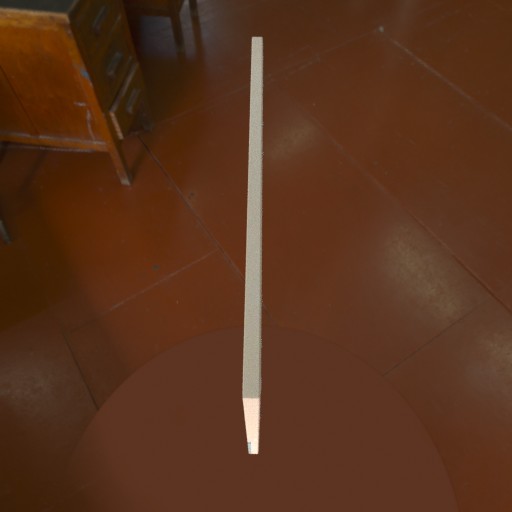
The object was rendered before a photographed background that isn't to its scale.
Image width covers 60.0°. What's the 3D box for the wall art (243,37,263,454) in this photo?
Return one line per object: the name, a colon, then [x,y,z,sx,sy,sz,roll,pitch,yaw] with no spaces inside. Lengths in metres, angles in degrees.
wall art: [0.000,0.000,1.613,0.042,0.912,1.219,1,59,0]
